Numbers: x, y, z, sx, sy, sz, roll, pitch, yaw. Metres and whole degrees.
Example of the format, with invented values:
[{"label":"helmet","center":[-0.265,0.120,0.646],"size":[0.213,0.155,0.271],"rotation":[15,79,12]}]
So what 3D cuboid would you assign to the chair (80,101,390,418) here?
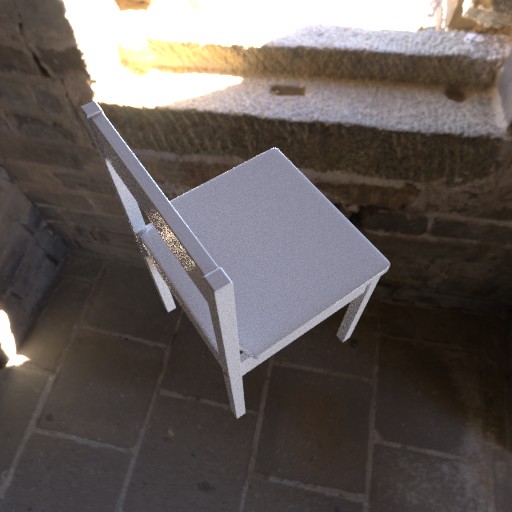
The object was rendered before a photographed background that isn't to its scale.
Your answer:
[{"label":"chair","center":[0.000,0.000,0.885],"size":[0.361,0.668,0.367],"rotation":[-31,64,-17]}]
